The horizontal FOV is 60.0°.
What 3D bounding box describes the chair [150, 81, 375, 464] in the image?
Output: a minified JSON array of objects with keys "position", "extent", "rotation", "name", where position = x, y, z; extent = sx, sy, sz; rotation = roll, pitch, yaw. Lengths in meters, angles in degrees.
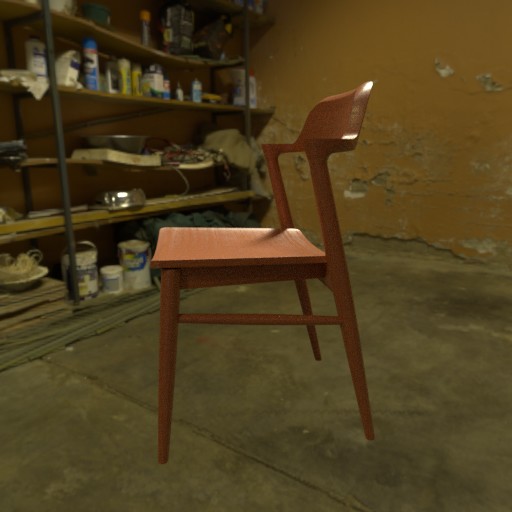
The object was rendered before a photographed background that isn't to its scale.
[{"position":[0.000,0.000,1.113],"extent":[0.499,0.801,0.496],"rotation":[-2,13,-9],"name":"chair"}]
